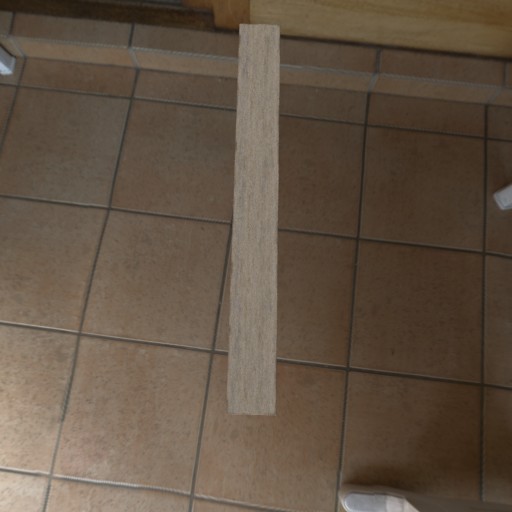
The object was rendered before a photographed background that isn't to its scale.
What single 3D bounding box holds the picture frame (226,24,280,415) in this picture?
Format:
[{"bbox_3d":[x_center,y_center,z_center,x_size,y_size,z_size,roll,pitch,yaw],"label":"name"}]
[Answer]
[{"bbox_3d":[0.000,0.000,0.713,0.046,0.526,0.421,1,77,0],"label":"picture frame"}]
